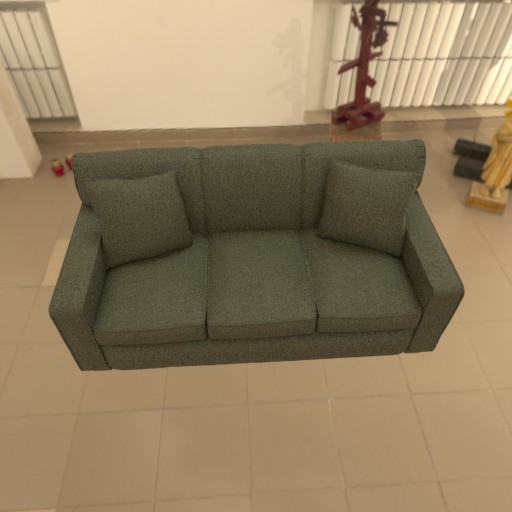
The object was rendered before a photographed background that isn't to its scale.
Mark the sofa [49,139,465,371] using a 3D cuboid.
[{"bbox_3d":[0.000,0.000,2.538,2.024,0.958,0.997,-3,47,-3],"label":"sofa"}]
